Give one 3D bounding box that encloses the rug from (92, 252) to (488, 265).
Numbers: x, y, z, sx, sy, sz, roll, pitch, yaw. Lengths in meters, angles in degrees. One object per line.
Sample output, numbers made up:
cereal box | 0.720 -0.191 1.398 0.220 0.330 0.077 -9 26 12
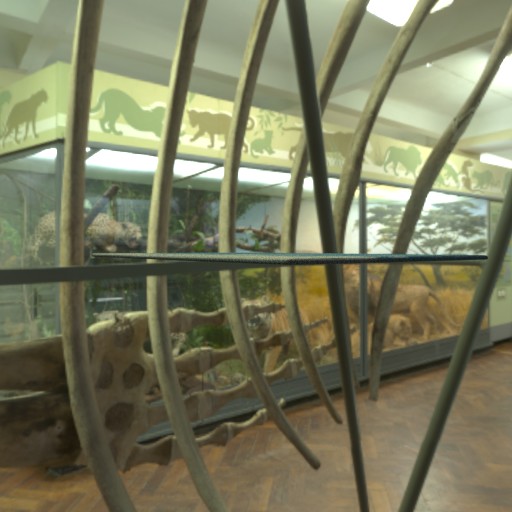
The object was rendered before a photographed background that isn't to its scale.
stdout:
rug | 0.000 0.000 3.069 1.540 0.027 2.450 -1 1 -37
